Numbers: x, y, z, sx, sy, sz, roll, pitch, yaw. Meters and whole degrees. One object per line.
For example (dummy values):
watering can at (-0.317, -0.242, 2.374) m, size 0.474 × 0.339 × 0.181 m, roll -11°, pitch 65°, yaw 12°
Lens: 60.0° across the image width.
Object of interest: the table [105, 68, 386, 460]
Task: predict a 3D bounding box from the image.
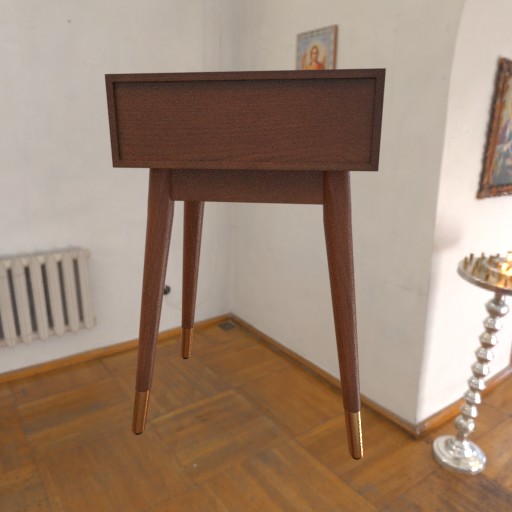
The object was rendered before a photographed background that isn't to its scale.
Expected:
table at (0.000, 0.000, 0.816) m, size 0.406 × 0.599 × 0.300 m, roll 3°, pitch 16°, yaw 9°
